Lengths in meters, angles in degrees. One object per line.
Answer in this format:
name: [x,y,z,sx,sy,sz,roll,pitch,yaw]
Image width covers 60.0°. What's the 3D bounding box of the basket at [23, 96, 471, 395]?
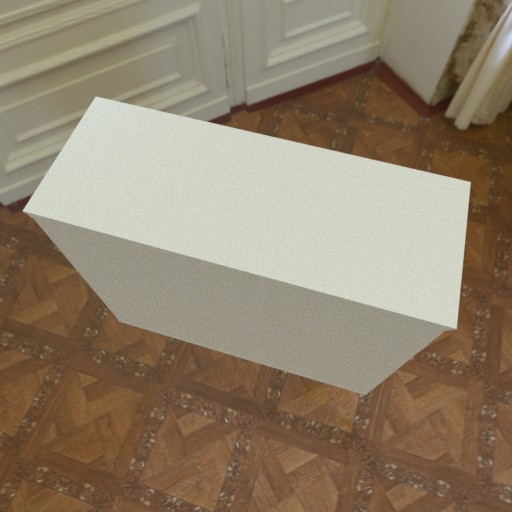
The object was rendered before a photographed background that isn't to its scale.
basket: [0.000,0.000,1.132,0.792,0.625,0.376,15,64,8]
